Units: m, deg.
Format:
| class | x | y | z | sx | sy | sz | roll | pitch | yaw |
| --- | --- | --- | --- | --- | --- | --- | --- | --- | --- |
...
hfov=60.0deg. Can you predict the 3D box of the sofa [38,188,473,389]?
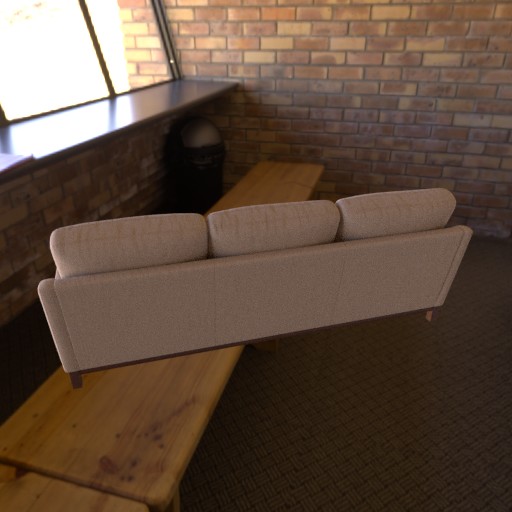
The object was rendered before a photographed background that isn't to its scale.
| class | x | y | z | sx | sy | sz | roll | pitch | yaw |
| --- | --- | --- | --- | --- | --- | --- | --- | --- | --- |
| sofa | 0.000 | 0.000 | 2.771 | 2.321 | 0.913 | 1.000 | -8 | 28 | -14 |
